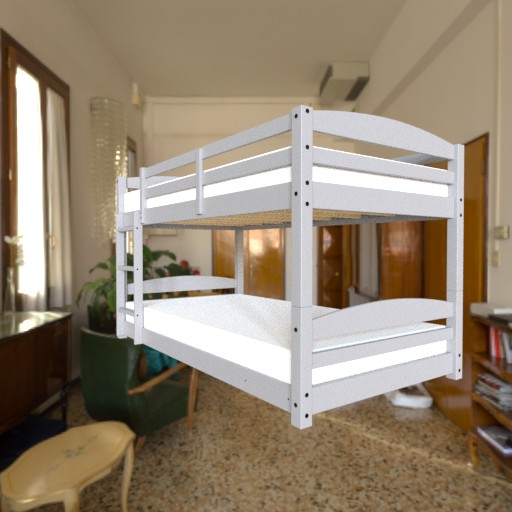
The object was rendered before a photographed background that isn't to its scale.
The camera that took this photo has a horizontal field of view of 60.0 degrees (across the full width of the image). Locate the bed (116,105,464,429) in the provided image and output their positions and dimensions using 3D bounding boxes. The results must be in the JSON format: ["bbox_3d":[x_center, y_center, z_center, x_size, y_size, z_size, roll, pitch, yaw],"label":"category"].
[{"bbox_3d":[0.000,0.000,2.704,1.105,1.206,2.013,-1,1,-36],"label":"bed"}]
